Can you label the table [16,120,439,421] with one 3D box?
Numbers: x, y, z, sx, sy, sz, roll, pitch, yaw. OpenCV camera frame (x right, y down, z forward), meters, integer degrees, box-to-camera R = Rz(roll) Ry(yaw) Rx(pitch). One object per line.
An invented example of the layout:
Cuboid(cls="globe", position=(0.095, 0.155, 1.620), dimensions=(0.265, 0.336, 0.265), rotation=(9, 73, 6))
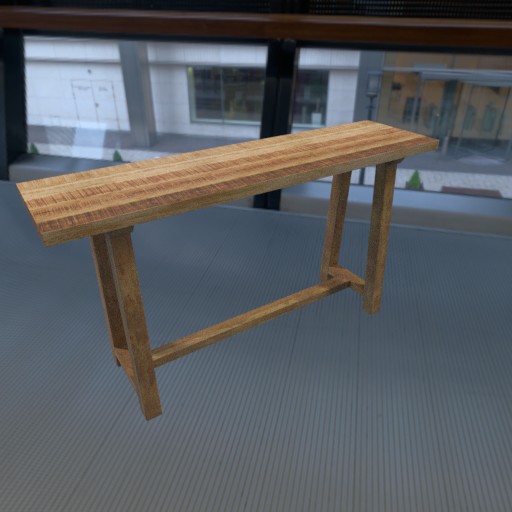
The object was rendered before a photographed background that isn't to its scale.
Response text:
Cuboid(cls="table", position=(0.000, 0.000, 1.799), dimensions=(1.524, 0.810, 0.405), rotation=(-18, 35, -28))
